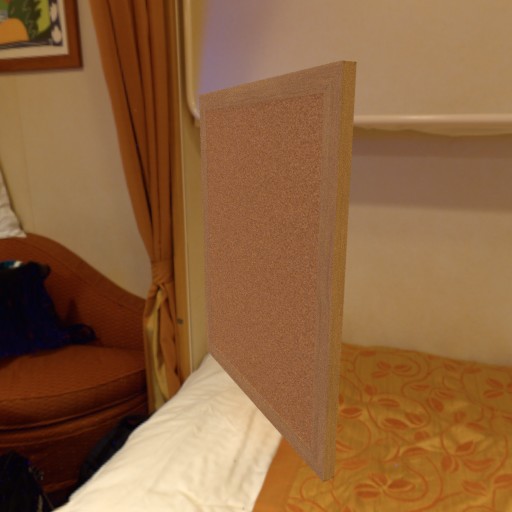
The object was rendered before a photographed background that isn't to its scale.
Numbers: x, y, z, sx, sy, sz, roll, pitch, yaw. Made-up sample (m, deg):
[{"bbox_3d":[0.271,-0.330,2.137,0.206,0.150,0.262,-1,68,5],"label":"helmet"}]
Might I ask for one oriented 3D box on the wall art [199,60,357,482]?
[{"bbox_3d":[0.000,0.000,0.766,0.020,0.561,0.460,-8,17,-26],"label":"wall art"}]
